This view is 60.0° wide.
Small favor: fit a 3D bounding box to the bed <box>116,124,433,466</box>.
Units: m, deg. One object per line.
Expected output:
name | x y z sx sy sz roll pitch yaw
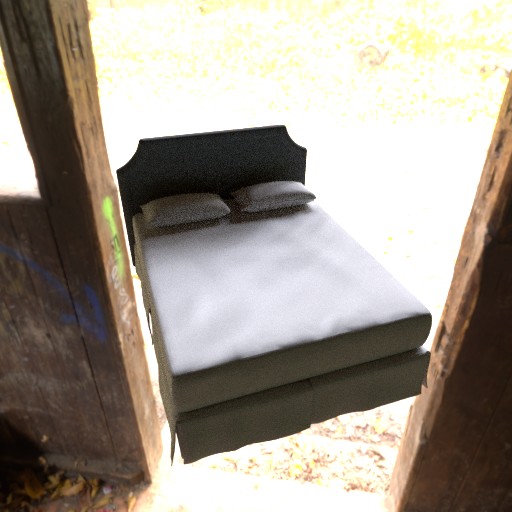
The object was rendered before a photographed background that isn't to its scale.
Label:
bed | 0.000 0.000 3.393 1.811 1.296 2.259 -11 34 -16
